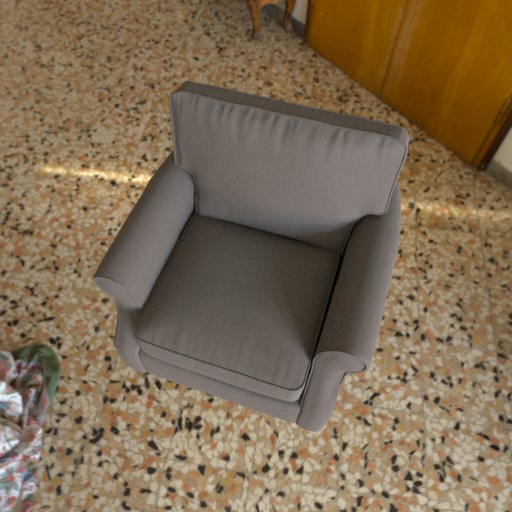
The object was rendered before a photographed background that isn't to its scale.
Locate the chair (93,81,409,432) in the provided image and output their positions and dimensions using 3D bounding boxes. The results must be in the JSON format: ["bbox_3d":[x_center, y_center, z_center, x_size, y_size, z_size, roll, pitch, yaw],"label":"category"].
[{"bbox_3d":[0.000,0.000,1.754,1.029,0.967,0.966,16,58,10],"label":"chair"}]
